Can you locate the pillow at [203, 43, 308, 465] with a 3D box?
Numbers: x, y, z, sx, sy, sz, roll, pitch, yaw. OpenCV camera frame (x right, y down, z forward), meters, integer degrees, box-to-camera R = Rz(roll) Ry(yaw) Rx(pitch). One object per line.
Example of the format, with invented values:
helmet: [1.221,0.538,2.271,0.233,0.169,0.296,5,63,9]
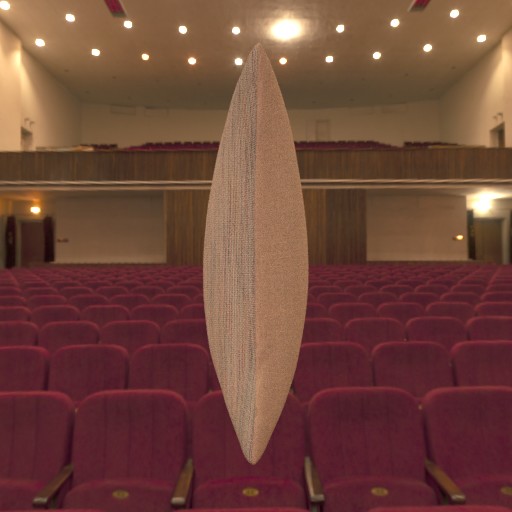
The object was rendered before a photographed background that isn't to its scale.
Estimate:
pillow: [0.000,0.000,0.778,0.178,0.506,0.512,0,-2,0]
